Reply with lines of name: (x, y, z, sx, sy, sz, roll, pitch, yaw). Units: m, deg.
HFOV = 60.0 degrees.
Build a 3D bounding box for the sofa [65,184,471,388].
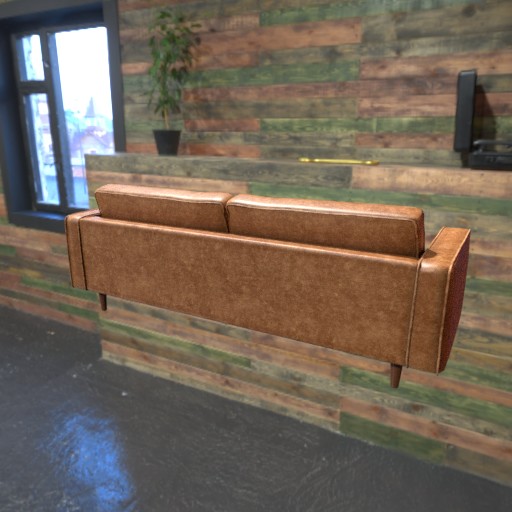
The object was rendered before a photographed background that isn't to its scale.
sofa: (0.000, 0.000, 2.567, 2.199, 0.779, 0.886, 9, 18, 28)
